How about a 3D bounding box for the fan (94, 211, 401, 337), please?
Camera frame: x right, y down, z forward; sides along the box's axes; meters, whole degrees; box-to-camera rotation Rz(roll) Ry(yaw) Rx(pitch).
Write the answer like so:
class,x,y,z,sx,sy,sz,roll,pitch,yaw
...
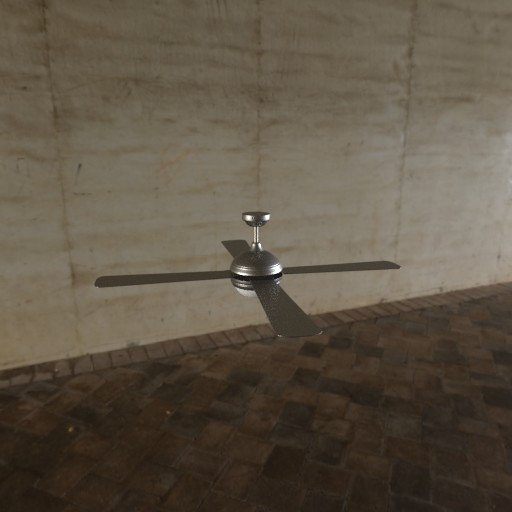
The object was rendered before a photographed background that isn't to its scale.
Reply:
class,x,y,z,sx,sy,sz,roll,pitch,yaw
fan,0.000,0.000,1.982,1.321,0.381,1.321,2,15,9
